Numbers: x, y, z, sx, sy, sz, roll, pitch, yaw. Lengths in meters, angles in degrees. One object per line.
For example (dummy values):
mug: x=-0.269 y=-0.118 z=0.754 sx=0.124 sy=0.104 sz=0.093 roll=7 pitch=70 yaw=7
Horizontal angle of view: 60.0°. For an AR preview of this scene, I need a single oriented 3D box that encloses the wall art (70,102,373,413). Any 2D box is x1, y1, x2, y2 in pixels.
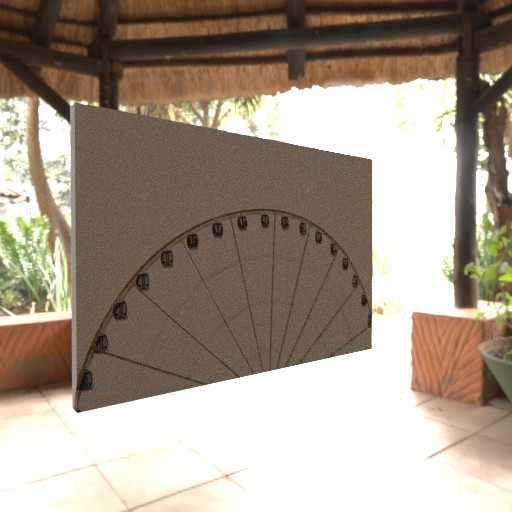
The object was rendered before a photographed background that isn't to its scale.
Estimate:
wall art: x=0.000 y=0.000 z=1.140 sx=0.898 sy=0.601 sz=0.038 roll=-1 pitch=1 yaw=-37
